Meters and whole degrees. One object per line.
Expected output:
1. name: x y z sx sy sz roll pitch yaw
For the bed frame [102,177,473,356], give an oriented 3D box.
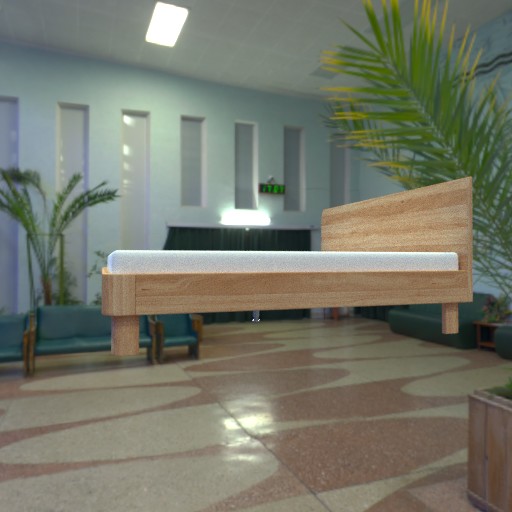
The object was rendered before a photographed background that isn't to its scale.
1. bed frame: 0.000 0.000 3.189 2.092 0.940 1.872 0 -1 -19
